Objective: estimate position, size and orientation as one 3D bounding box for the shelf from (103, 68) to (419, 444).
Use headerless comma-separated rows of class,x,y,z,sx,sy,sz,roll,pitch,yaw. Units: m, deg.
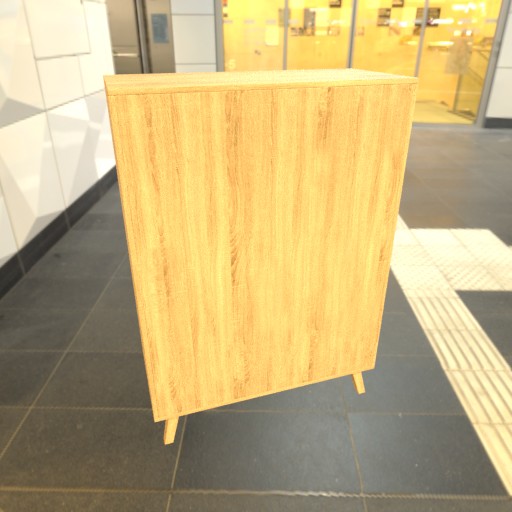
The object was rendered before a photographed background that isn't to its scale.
shelf,0.000,0.000,1.844,1.000,1.390,0.450,-9,28,-16
